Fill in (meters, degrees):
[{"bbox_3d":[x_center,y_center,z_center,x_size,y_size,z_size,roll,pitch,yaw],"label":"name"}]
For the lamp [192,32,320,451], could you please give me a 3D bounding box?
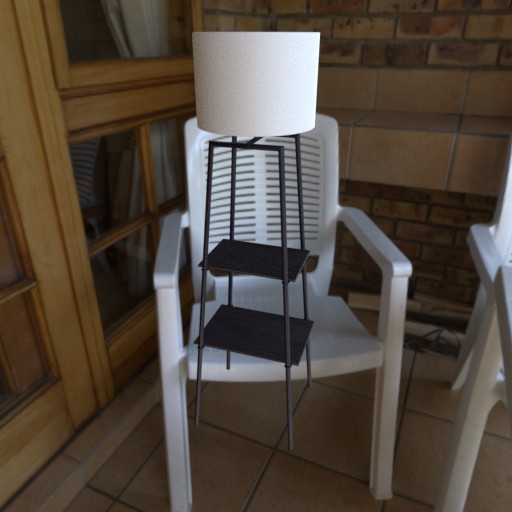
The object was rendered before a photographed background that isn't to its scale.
[{"bbox_3d":[0.000,0.000,1.637,0.427,1.474,0.384,8,28,16],"label":"lamp"}]
